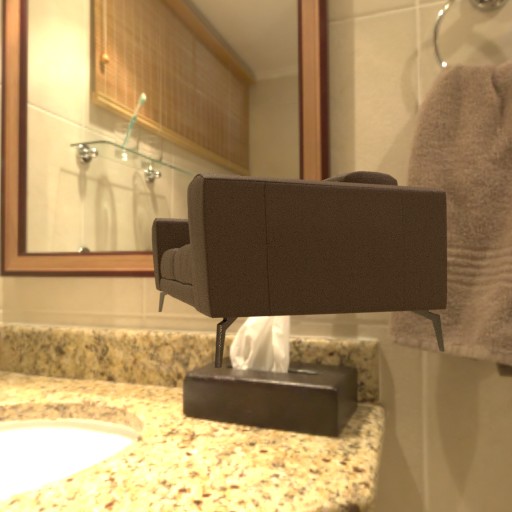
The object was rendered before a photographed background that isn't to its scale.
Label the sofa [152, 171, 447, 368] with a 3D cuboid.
[{"bbox_3d":[0.000,0.000,2.473,1.003,0.779,1.895,0,-1,-18],"label":"sofa"}]
